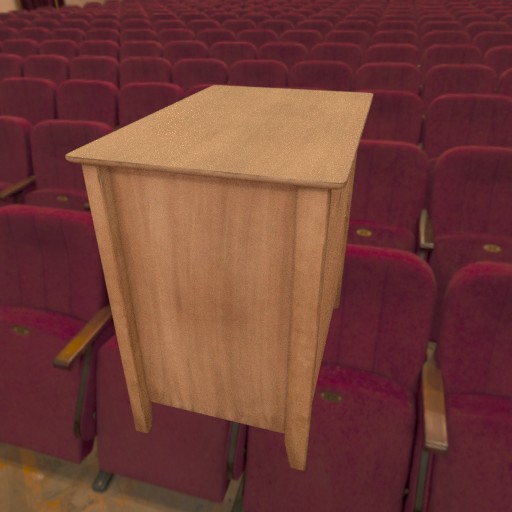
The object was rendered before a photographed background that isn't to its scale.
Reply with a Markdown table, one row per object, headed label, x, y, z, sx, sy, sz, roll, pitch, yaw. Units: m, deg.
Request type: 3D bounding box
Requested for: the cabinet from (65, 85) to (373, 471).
| label | x | y | z | sx | sy | sz | roll | pitch | yaw |
| --- | --- | --- | --- | --- | --- | --- | --- | --- | --- |
| cabinet | 0.000 | 0.000 | 1.239 | 0.503 | 0.762 | 0.763 | 8 | 31 | 14 |
